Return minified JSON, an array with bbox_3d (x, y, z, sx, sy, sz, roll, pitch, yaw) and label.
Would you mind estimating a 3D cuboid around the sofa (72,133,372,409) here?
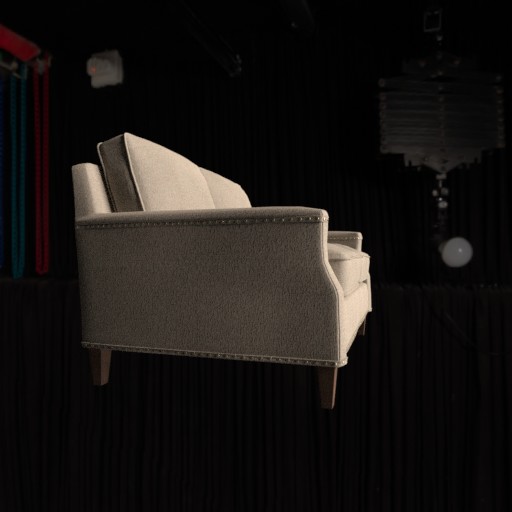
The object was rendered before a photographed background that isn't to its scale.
[{"bbox_3d":[0.000,0.000,2.293,1.084,1.003,1.597,0,0,18],"label":"sofa"}]
